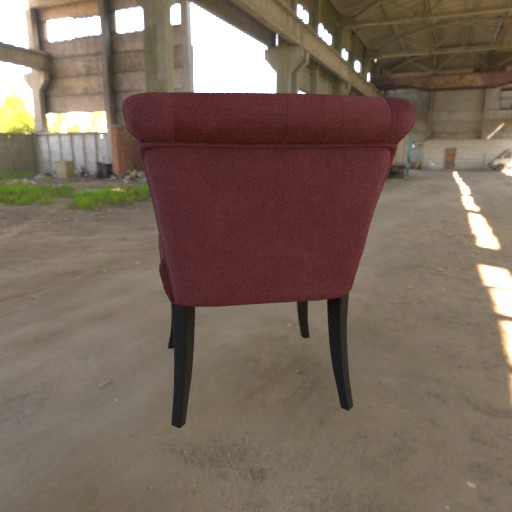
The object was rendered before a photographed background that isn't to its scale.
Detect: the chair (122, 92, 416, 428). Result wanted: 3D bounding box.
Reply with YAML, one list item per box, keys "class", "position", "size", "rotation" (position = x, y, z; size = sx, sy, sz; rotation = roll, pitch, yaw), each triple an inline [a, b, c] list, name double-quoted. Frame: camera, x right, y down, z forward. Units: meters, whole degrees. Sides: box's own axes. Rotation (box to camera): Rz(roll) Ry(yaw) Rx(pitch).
- class: "chair"
  position: [0.000, 0.000, 1.164]
  size: [0.582, 0.750, 0.605]
  rotation: [-2, 14, -10]
